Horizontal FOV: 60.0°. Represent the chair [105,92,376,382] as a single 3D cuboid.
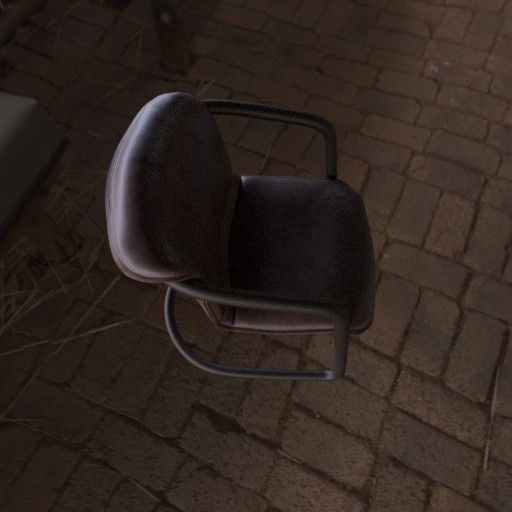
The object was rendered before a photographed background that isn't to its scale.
[{"bbox_3d":[0.000,0.000,1.262,0.664,0.836,0.536,1,63,1],"label":"chair"}]
